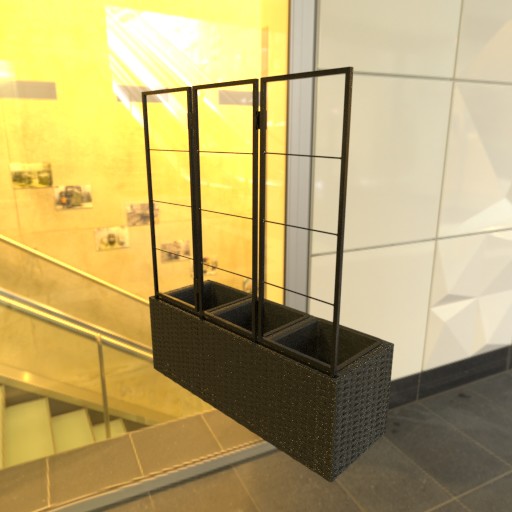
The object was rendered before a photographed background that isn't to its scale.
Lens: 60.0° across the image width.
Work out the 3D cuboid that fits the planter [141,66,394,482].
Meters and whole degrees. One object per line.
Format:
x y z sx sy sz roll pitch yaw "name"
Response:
0.000 0.000 1.167 0.698 0.841 0.244 15 21 43 "planter"
